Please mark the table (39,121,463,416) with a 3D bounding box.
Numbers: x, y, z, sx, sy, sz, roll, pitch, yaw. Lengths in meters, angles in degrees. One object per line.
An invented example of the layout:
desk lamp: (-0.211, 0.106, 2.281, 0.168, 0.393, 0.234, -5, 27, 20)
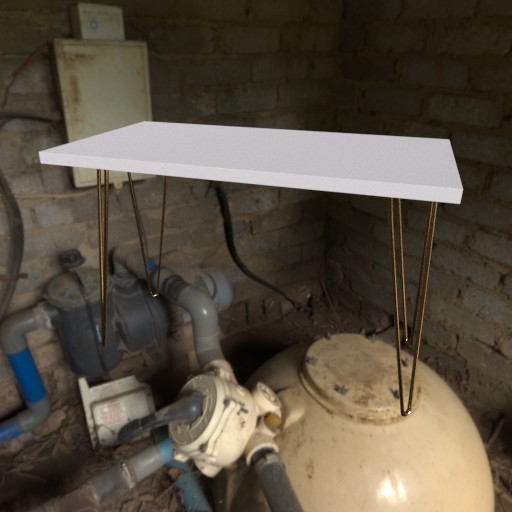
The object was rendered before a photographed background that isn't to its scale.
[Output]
table: (0.000, 0.000, 1.333, 0.991, 0.660, 0.498, 8, 27, 17)
